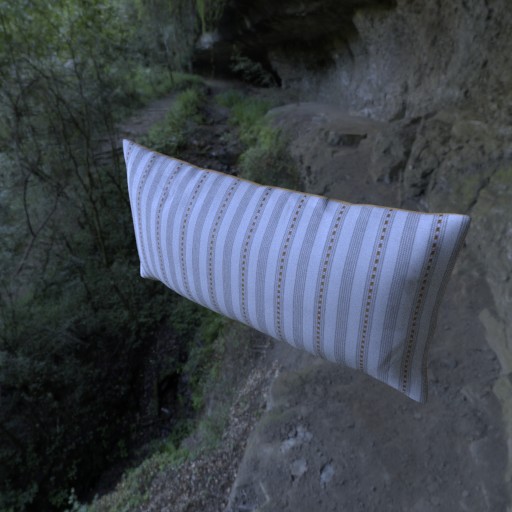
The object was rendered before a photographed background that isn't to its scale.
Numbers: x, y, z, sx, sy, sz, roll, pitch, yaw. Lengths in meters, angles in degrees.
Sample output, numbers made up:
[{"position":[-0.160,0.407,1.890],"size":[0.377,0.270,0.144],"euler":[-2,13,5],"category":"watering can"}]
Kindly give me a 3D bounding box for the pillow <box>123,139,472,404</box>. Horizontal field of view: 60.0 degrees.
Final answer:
[{"position":[0.000,0.000,0.725],"size":[0.608,0.291,0.151],"euler":[19,34,31],"category":"pillow"}]
